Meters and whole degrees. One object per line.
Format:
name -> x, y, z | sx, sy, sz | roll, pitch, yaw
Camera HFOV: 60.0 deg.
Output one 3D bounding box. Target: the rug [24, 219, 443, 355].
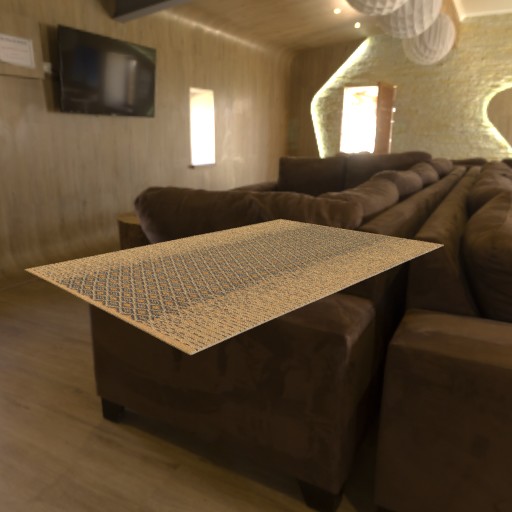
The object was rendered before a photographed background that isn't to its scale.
rug -> 0.000, 0.000, 2.287 | 1.219, 0.005, 1.828 | 14, 20, 42
